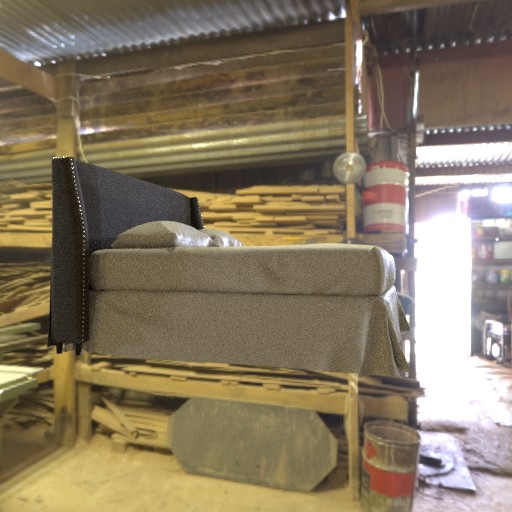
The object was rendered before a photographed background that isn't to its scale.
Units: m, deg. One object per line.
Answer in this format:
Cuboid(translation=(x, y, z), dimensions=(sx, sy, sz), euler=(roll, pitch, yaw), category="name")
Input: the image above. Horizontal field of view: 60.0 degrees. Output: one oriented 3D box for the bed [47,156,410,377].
Cuboid(translation=(0.000, 0.000, 3.469), dimensions=(2.276, 1.332, 1.925), euler=(0, -1, 19), category="bed")
